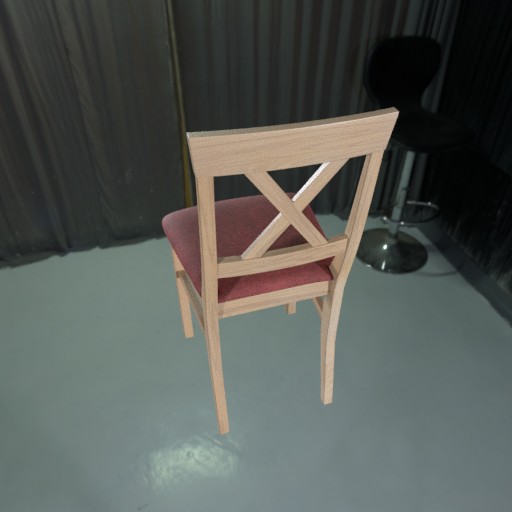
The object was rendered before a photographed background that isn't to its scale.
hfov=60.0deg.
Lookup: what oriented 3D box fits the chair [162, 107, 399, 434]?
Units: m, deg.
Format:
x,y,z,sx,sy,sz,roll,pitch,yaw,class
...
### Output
x,y,z,sx,sy,sz,roll,pitch,yaw,class
0.000,0.000,1.182,0.439,0.912,0.492,-11,40,-13,chair
